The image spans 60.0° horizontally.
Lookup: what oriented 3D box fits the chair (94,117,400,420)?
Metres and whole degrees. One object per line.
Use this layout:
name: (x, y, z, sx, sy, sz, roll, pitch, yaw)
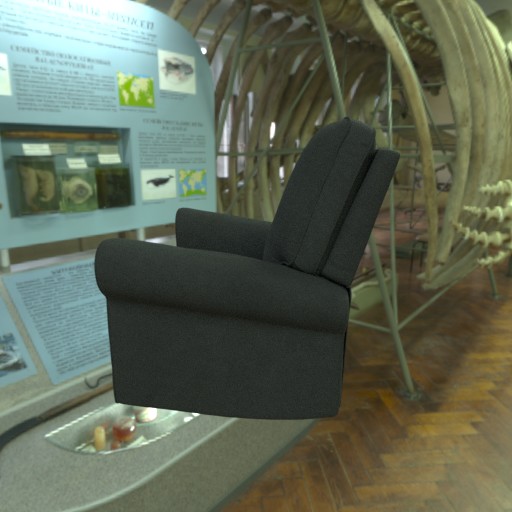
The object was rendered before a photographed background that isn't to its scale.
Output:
chair: (0.000, 0.000, 1.658, 0.878, 0.961, 0.890, 2, 14, 8)
